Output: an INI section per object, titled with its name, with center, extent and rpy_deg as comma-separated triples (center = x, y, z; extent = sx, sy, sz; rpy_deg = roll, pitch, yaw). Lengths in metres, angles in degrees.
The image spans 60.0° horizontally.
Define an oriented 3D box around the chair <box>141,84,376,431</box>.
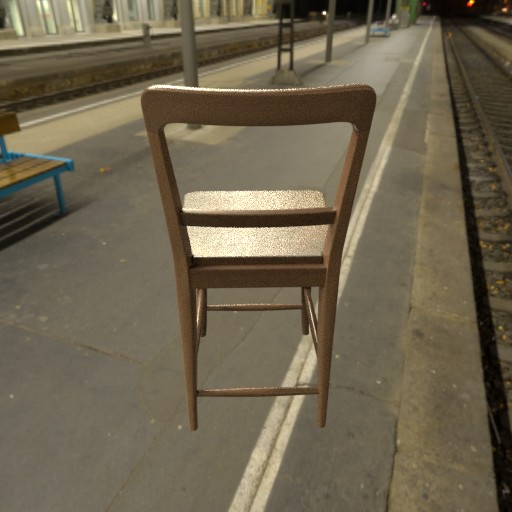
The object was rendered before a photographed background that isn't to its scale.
[chair]
center = 0.000, 0.000, 1.264
extent = 0.450, 0.991, 0.546
rpy_deg = -1, 29, -1
